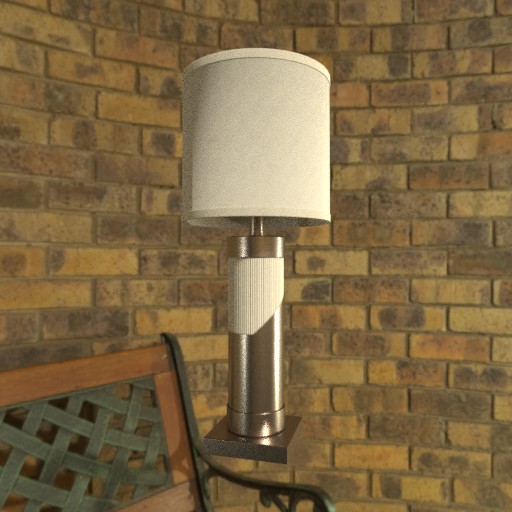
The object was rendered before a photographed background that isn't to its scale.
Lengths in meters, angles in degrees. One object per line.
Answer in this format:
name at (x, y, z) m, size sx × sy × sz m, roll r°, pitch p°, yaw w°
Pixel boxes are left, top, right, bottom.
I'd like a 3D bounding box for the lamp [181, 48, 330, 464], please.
lamp at (0.000, 0.000, 0.610) m, size 0.202 × 0.509 × 0.202 m, roll 0°, pitch 0°, yaw 16°
